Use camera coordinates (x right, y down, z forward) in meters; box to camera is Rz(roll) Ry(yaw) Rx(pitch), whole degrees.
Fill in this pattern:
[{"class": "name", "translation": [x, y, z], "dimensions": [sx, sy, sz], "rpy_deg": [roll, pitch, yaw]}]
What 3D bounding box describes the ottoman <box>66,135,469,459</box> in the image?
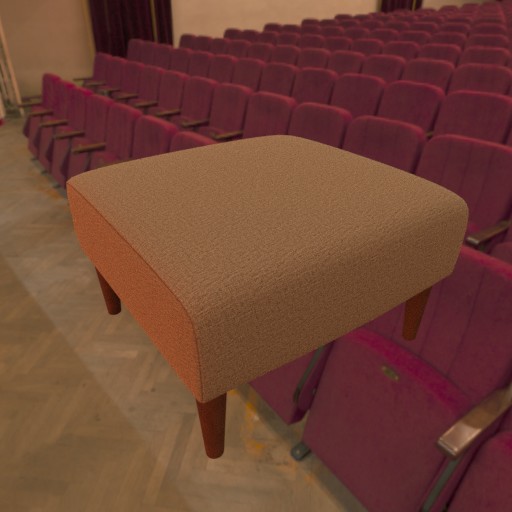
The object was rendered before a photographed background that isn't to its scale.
[{"class": "ottoman", "translation": [0.000, 0.000, 1.033], "dimensions": [0.650, 0.398, 0.649], "rpy_deg": [-20, 35, -30]}]
